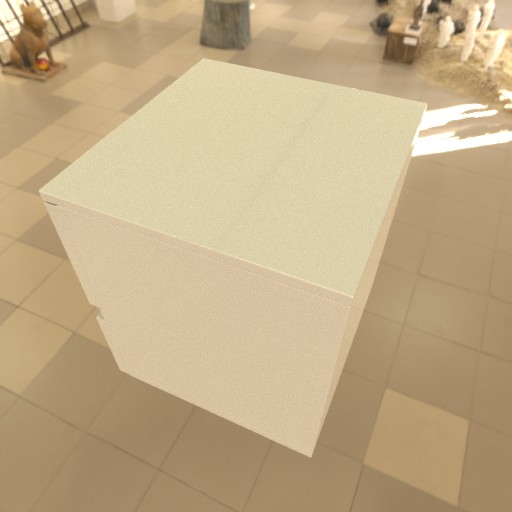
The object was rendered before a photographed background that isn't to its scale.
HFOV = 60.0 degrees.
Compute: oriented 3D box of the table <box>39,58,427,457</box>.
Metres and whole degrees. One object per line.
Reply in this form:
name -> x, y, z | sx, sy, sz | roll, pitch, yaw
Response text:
table -> 0.000, 0.000, 0.793 | 0.400, 0.470, 0.420 | 18, 50, 16
